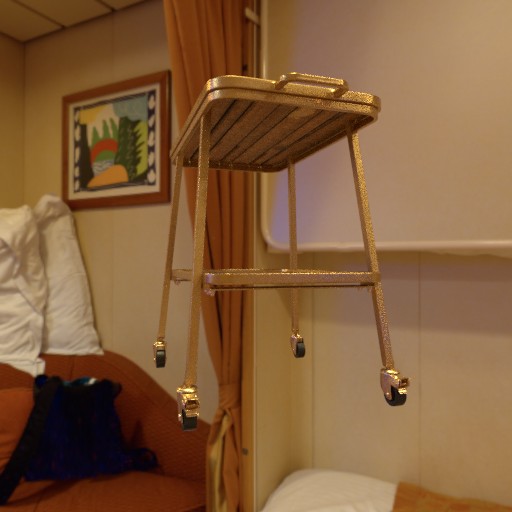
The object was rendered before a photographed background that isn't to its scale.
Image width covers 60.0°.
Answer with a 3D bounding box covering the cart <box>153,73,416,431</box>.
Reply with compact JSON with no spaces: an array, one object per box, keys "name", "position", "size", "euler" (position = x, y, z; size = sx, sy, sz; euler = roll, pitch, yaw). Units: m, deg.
[{"name":"cart","position":[0.000,0.000,1.245],"size":[0.524,0.700,0.806],"euler":[0,-1,-18]}]
